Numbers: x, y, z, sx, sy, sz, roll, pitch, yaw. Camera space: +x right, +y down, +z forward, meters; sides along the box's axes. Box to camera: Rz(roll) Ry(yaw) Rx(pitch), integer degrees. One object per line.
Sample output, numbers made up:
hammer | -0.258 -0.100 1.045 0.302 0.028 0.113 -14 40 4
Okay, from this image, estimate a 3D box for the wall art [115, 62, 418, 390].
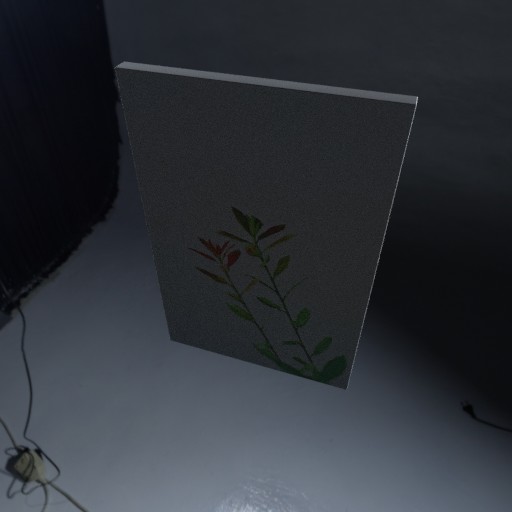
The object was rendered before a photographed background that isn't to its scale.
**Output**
wall art | 0.000 0.000 1.173 0.612 0.915 0.039 12 43 14
